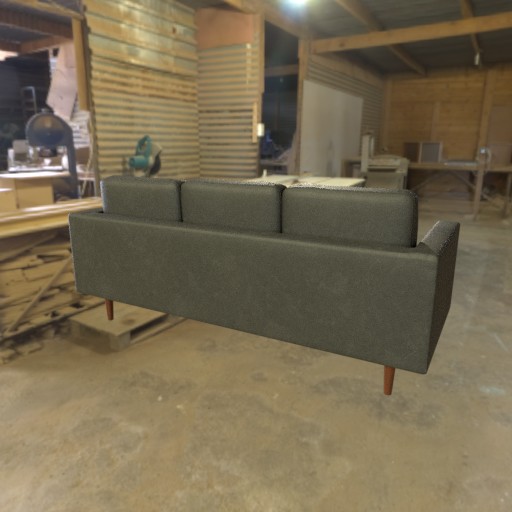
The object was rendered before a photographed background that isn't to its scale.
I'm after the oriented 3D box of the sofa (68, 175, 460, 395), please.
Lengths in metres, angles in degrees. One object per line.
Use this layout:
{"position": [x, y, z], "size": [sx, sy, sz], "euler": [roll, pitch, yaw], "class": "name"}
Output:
{"position": [0.000, 0.000, 2.532], "size": [2.029, 0.899, 0.879], "euler": [8, 17, 28], "class": "sofa"}
